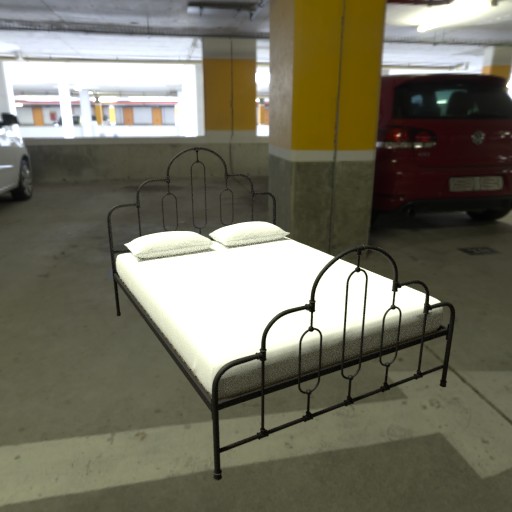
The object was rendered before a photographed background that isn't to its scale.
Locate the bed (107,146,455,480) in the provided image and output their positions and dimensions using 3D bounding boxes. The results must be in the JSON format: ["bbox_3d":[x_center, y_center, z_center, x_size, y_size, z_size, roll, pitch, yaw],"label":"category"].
[{"bbox_3d":[0.000,0.000,3.185,1.640,1.429,2.163,-9,19,-28],"label":"bed"}]
